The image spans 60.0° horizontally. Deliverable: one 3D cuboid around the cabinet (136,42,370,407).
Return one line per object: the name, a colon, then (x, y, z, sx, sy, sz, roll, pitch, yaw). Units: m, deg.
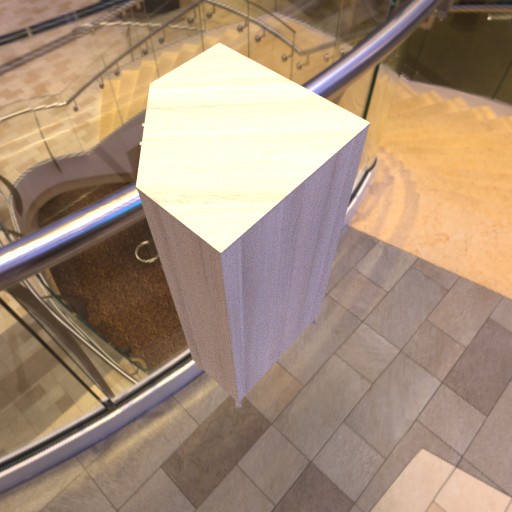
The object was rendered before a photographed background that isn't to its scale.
cabinet: (0.000, 0.000, 2.678, 0.969, 1.957, 1.272, -2, 56, -2)
